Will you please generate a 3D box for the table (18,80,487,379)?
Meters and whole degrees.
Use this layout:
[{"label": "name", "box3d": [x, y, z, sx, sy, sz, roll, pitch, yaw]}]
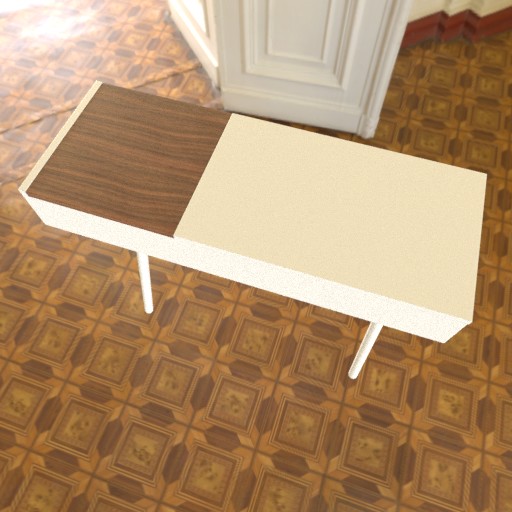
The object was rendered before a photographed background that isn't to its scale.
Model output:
[{"label": "table", "box3d": [0.000, 0.000, 1.423, 1.066, 0.785, 0.418, 16, 63, 8]}]
